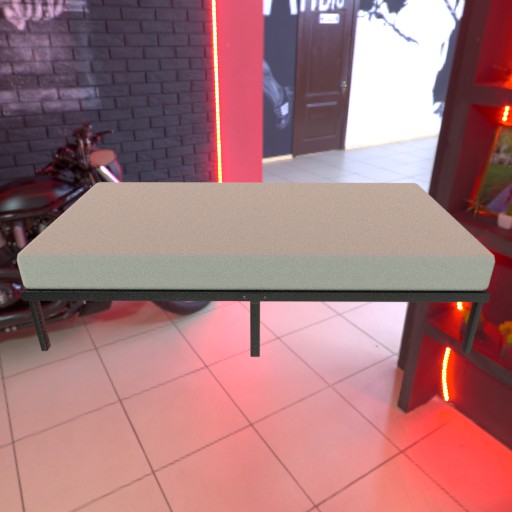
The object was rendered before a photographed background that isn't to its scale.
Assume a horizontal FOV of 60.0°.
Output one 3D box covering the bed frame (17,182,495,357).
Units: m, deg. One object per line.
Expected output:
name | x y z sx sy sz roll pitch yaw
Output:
bed frame | 0.000 0.000 3.141 2.635 0.680 1.393 0 26 0
